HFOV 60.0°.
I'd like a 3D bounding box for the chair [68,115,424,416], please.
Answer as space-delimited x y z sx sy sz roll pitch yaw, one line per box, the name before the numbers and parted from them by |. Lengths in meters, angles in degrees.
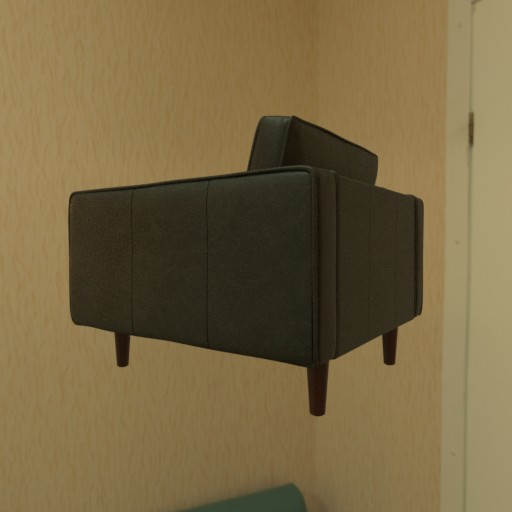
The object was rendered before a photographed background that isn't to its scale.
chair | 0.000 0.000 1.536 0.914 0.763 0.889 1 2 35
